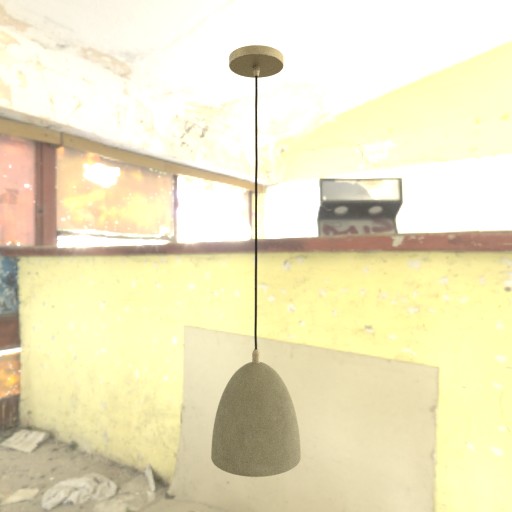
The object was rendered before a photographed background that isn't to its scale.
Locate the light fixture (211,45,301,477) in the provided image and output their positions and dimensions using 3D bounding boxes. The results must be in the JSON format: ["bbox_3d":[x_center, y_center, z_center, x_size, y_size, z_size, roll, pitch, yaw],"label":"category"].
[{"bbox_3d":[0.000,0.000,0.848,0.170,0.759,0.170,0,-1,-36],"label":"light fixture"}]
